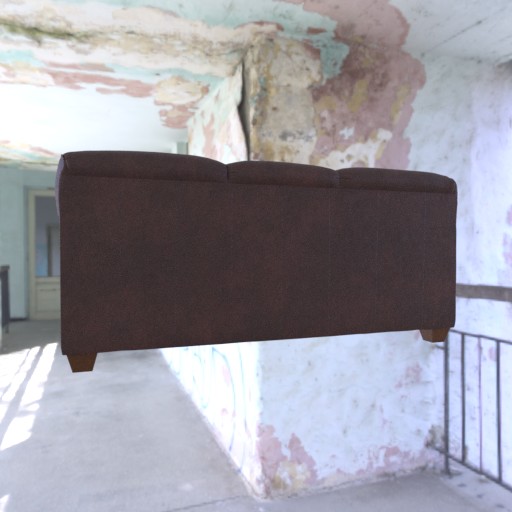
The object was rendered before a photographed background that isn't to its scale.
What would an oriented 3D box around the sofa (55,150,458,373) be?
[{"bbox_3d":[0.000,0.000,2.561,2.039,0.953,1.008,0,1,-19],"label":"sofa"}]
